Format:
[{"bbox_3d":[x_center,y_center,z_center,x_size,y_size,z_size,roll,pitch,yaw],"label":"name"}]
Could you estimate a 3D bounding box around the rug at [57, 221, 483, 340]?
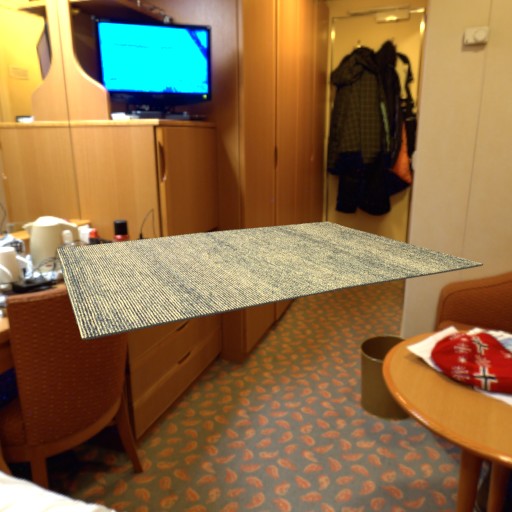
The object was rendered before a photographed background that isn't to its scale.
[{"bbox_3d":[0.000,0.000,2.939,2.349,0.030,1.624,-7,17,-26],"label":"rug"}]
